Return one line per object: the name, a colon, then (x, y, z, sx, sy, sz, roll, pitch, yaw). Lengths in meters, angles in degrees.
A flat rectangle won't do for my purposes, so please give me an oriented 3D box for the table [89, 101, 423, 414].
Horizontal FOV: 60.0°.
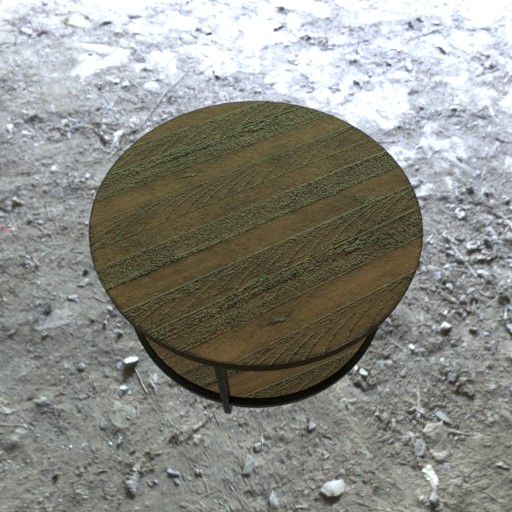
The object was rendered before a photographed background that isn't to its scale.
table: (0.000, 0.000, 1.324, 0.837, 0.462, 0.837, 0, 57, 0)
